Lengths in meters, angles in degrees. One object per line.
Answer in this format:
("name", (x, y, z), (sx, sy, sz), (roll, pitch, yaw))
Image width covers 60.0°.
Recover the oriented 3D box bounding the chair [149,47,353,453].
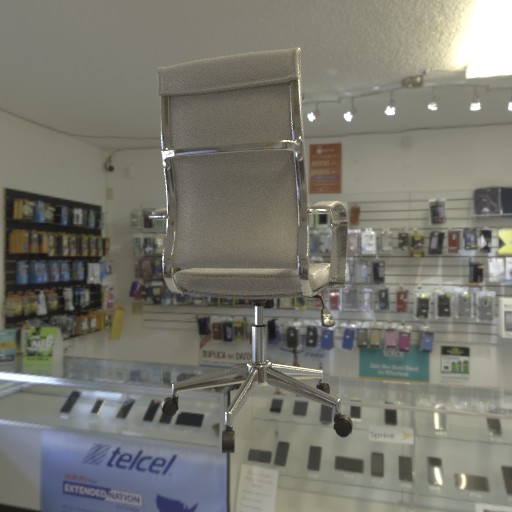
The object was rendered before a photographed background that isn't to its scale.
("chair", (0.000, 0.000, 1.567), (0.679, 1.149, 0.667), (0, 0, 17))
